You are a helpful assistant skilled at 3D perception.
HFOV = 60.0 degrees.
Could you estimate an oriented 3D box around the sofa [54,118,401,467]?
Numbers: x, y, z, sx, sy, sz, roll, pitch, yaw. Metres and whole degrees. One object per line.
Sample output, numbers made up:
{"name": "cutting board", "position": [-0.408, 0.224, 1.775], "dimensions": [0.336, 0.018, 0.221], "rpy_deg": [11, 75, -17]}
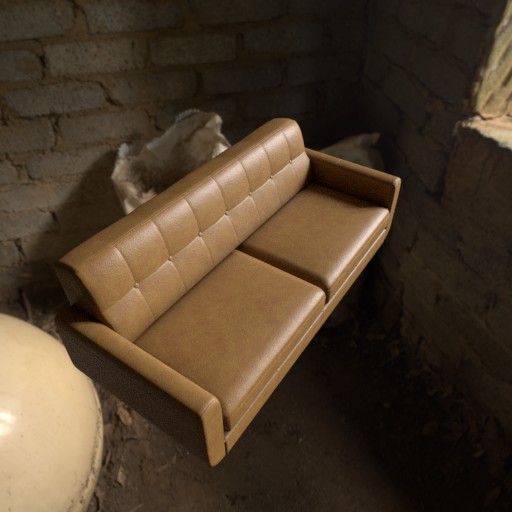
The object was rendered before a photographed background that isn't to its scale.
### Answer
{"name": "sofa", "position": [0.000, 0.000, 2.664], "dimensions": [0.980, 0.892, 2.137], "rpy_deg": [24, 47, 25]}
